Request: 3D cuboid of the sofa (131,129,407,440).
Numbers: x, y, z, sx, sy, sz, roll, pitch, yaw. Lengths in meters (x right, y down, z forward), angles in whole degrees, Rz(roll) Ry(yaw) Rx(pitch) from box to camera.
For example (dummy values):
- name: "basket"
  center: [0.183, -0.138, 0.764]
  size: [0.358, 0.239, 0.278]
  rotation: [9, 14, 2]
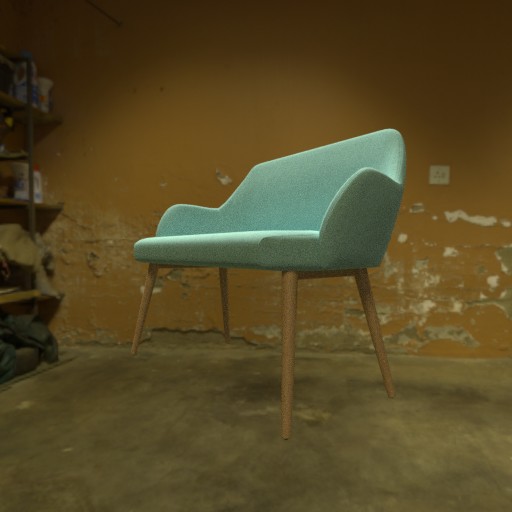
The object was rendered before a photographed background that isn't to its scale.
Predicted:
- name: "sofa"
  center: [0.000, 0.000, 1.598]
  size: [0.610, 0.840, 1.150]
  rotation: [-1, 1, -35]
